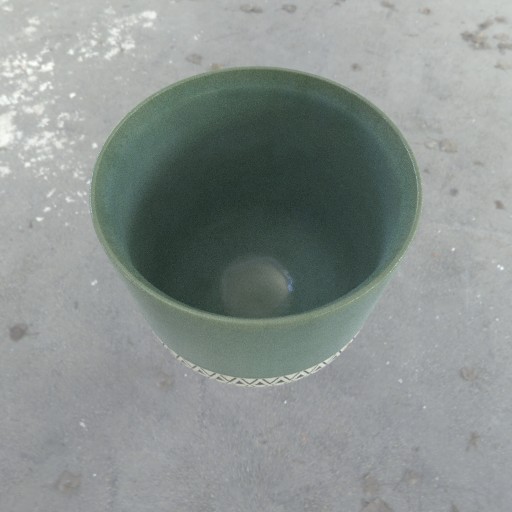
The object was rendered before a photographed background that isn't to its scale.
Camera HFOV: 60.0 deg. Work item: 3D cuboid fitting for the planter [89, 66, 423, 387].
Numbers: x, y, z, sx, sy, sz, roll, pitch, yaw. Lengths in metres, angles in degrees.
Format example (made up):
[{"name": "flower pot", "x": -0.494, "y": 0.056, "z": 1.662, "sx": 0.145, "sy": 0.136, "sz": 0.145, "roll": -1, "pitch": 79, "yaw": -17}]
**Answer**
[{"name": "planter", "x": 0.000, "y": 0.000, "z": 0.473, "sx": 0.266, "sy": 0.270, "sz": 0.266, "roll": 0, "pitch": 59, "yaw": 0}]
